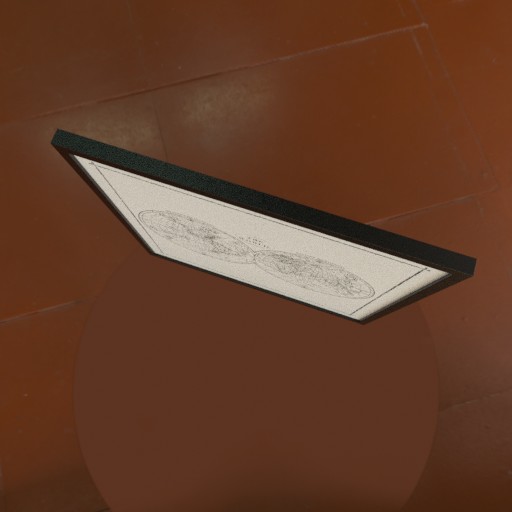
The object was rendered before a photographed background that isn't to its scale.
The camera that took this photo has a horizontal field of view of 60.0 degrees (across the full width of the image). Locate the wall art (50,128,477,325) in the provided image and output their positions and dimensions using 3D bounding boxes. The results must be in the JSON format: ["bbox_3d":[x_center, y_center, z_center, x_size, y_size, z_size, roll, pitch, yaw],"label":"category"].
[{"bbox_3d":[0.000,0.000,1.146,0.773,0.775,0.031,18,76,5],"label":"wall art"}]
